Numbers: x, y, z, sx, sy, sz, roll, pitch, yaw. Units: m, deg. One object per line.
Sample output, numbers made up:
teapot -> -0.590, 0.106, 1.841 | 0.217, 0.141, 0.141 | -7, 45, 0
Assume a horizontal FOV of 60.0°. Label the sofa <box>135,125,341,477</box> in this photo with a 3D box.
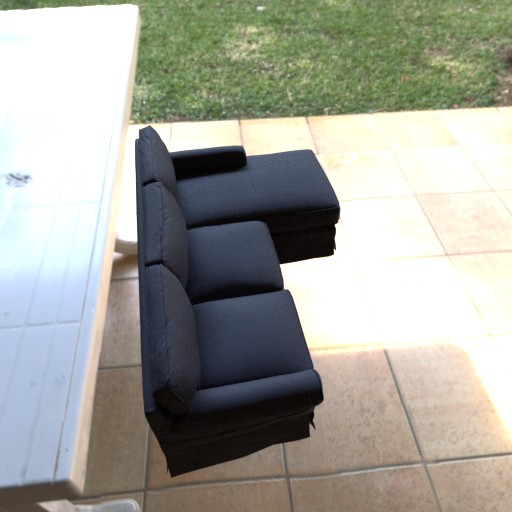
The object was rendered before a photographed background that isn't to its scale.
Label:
sofa -> 0.000, 0.000, 3.290 | 1.637, 1.039, 2.518 | -9, 47, -8
